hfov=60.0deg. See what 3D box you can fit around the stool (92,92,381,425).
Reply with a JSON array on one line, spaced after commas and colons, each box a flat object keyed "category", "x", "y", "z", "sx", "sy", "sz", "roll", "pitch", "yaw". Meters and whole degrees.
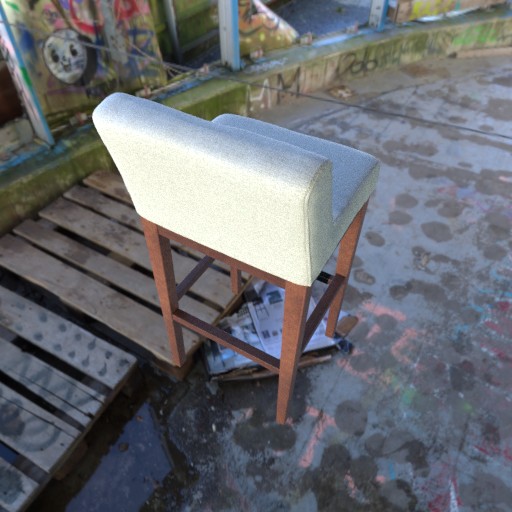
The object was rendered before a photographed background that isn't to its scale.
[{"category": "stool", "x": 0.000, "y": 0.000, "z": 1.312, "sx": 0.511, "sy": 1.037, "sz": 0.500, "roll": 23, "pitch": 50, "yaw": 21}]
